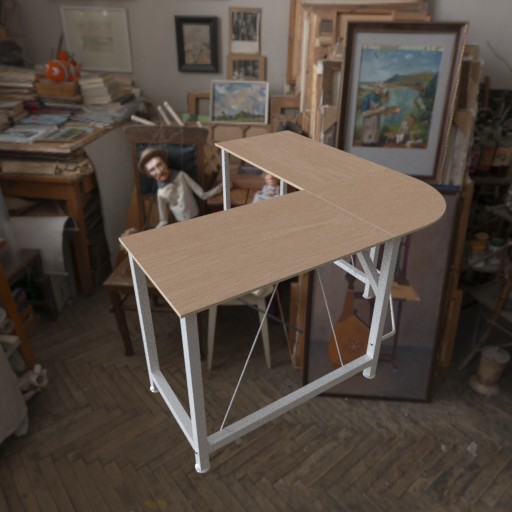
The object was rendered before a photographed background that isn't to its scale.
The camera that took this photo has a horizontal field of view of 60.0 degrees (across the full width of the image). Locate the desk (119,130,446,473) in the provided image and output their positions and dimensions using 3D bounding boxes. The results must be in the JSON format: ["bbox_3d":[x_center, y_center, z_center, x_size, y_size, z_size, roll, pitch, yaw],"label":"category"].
[{"bbox_3d":[0.000,0.000,2.257,1.400,0.762,1.400,-18,35,-28],"label":"desk"}]
